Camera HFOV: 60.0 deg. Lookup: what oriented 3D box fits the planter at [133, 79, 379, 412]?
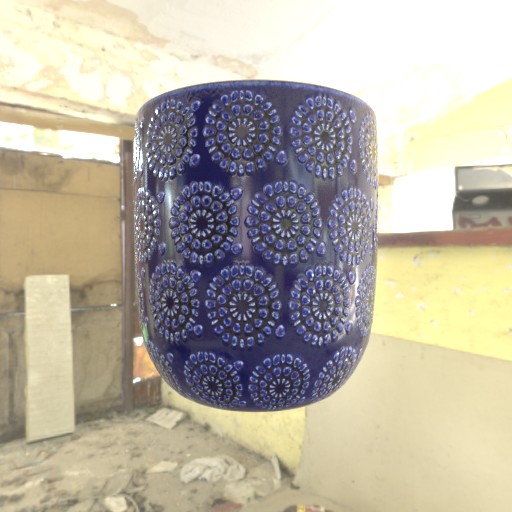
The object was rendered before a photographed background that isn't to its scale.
[{"bbox_3d":[0.000,0.000,0.346,0.184,0.206,0.184,0,0,0],"label":"planter"}]
